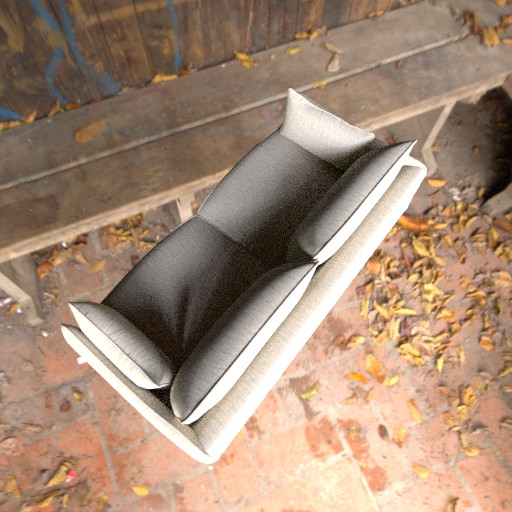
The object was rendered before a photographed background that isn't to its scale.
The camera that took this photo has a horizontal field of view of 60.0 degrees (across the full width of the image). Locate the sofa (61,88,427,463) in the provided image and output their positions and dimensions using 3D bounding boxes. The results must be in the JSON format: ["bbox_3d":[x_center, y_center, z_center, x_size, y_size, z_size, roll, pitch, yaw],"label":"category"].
[{"bbox_3d":[0.000,0.000,2.489,0.991,0.860,1.989,35,69,16],"label":"sofa"}]
